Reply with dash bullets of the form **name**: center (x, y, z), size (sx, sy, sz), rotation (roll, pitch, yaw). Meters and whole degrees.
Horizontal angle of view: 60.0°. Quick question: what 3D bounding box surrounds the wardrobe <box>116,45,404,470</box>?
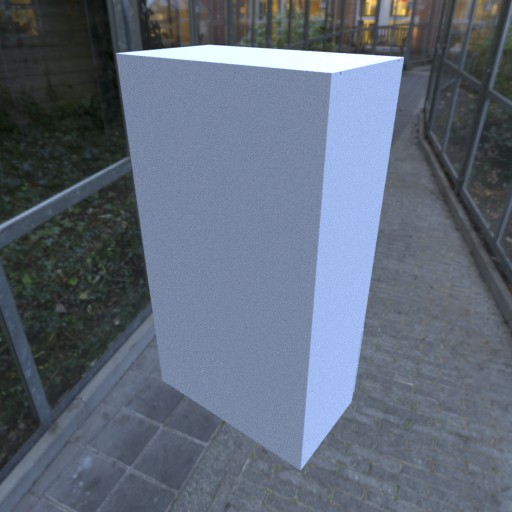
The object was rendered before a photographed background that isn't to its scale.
- **wardrobe**: center (0.000, 0.000, 2.181), size (0.991, 1.808, 0.577), rotation (21, 35, 32)
